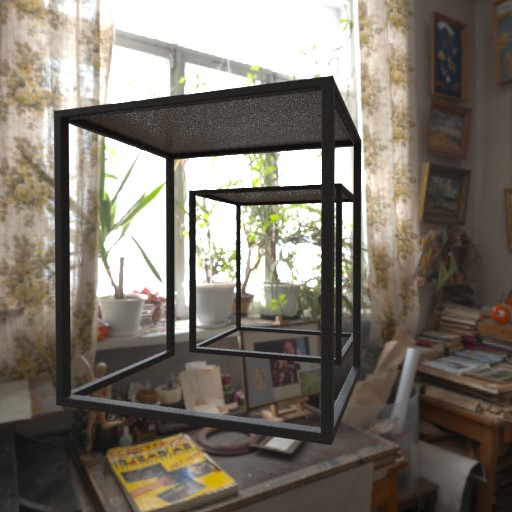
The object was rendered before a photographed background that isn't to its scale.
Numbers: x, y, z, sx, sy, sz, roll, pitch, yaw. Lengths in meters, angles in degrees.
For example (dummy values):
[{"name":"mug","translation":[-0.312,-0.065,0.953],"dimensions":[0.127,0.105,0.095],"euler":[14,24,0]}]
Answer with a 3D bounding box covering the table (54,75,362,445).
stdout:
[{"name":"table","translation":[0.000,0.000,1.101],"dimensions":[0.508,0.540,0.788],"euler":[0,1,19]}]
